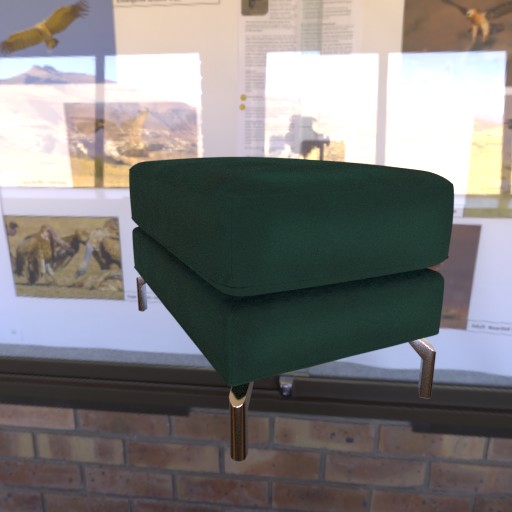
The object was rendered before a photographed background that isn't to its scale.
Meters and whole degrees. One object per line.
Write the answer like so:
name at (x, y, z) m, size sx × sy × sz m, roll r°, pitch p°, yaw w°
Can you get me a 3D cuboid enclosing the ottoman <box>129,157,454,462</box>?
ottoman at (0.000, 0.000, 1.238) m, size 0.536 × 0.533 × 0.886 m, roll -7°, pitch 16°, yaw -25°
